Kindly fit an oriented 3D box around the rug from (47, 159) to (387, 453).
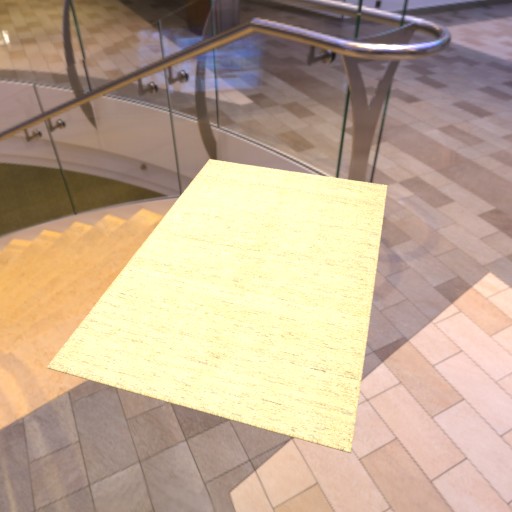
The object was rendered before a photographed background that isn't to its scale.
[{"bbox_3d":[0.000,0.000,2.362,1.250,0.015,1.850,11,42,13],"label":"rug"}]
